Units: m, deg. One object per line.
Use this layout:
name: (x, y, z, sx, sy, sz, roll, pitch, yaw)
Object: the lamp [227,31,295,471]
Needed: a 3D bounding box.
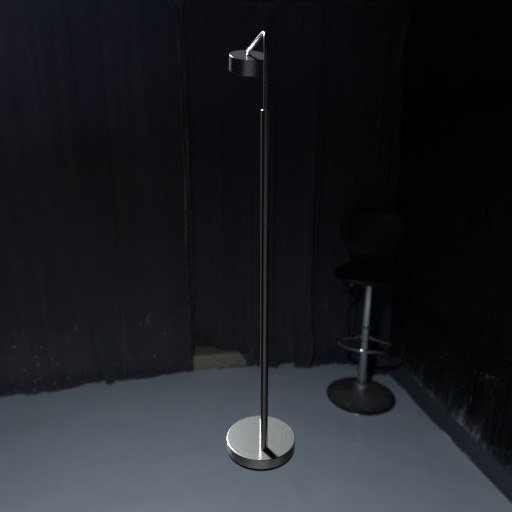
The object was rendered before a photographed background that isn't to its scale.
lamp: (0.000, 0.000, 1.390, 0.222, 1.250, 0.421, -2, 16, -9)
